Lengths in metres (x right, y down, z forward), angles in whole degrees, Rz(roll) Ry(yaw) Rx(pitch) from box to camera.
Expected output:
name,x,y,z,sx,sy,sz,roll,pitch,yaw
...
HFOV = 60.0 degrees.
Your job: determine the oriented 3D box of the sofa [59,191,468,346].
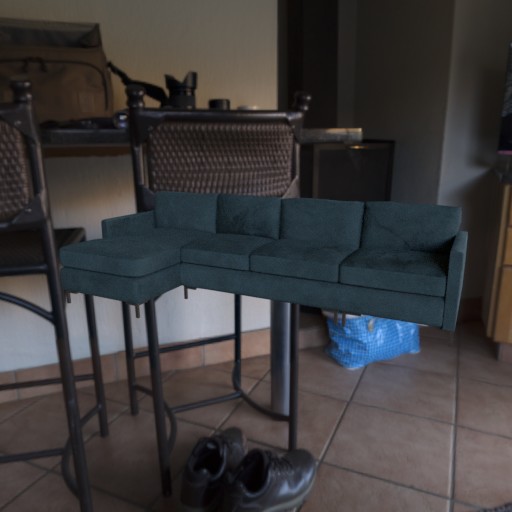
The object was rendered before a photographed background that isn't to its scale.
name,x,y,z,sx,sy,sz,roll,pitch,yaw
sofa,0.000,0.000,4.008,3.400,0.967,1.500,7,15,26
